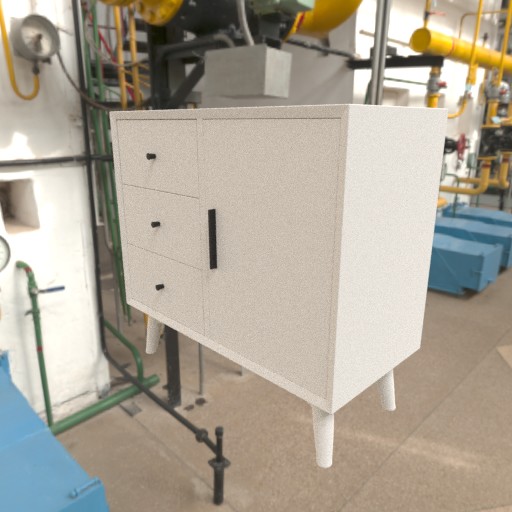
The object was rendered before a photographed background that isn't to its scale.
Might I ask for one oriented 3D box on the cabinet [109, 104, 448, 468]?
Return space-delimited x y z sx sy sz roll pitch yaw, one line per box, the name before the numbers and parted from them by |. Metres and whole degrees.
cabinet | 0.000 0.000 1.219 0.398 0.761 0.800 -16 23 -43
